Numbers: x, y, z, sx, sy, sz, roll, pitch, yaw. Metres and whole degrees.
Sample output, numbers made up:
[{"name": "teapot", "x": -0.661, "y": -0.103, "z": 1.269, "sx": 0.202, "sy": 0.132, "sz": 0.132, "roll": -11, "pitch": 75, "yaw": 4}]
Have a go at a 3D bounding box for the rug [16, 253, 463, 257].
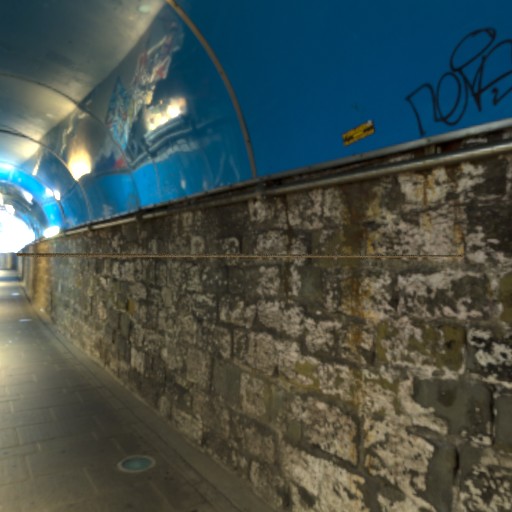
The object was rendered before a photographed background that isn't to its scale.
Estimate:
[{"name": "rug", "x": 0.000, "y": 0.000, "z": 2.481, "sx": 2.289, "sy": 0.013, "sz": 0.691, "roll": 0, "pitch": 0, "yaw": -20}]
